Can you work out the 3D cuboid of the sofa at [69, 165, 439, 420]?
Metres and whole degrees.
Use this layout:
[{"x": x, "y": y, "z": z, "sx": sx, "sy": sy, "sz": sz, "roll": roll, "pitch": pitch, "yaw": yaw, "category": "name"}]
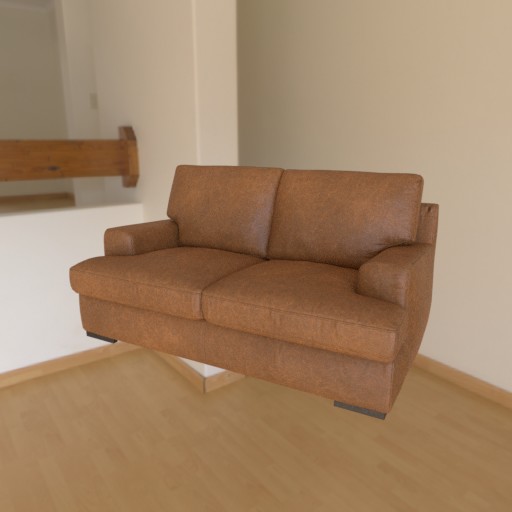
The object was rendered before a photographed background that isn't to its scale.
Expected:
[{"x": 0.000, "y": 0.000, "z": 2.555, "sx": 1.880, "sy": 0.966, "sz": 1.144, "roll": 8, "pitch": 17, "yaw": 27, "category": "sofa"}]
